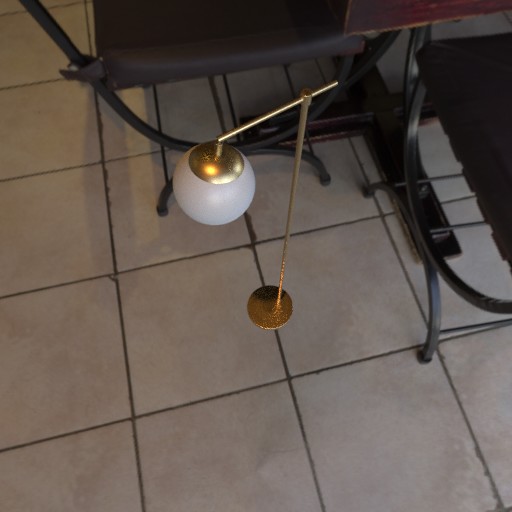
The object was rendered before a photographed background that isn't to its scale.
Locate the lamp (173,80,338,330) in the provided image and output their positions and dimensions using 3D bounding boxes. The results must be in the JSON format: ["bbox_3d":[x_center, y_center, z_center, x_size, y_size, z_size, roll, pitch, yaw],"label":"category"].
[{"bbox_3d":[0.000,0.000,1.719,0.476,1.505,0.249,-30,68,-13],"label":"lamp"}]
